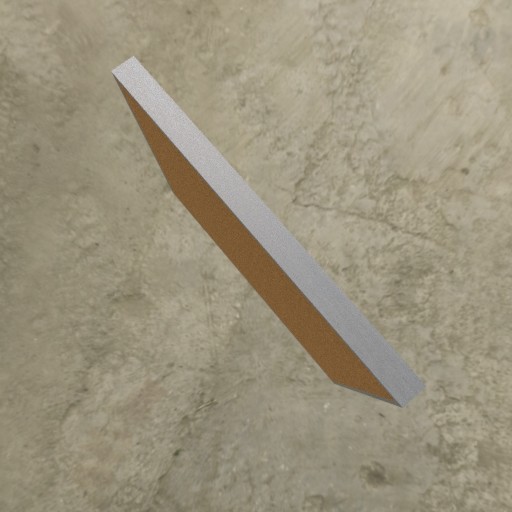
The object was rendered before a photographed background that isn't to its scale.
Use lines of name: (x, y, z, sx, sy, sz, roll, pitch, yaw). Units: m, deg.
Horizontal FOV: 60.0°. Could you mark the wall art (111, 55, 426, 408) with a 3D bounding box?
wall art: (0.000, 0.000, 0.766, 0.037, 0.450, 0.557, -39, 80, -8)
